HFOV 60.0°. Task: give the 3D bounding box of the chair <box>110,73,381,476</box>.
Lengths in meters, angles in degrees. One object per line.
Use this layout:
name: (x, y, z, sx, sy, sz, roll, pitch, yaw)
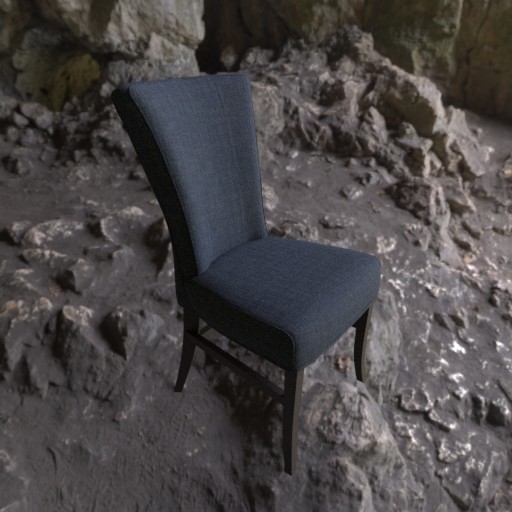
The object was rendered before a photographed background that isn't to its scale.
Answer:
chair: (0.000, 0.000, 1.353, 0.660, 0.991, 0.520, 18, 32, 32)
